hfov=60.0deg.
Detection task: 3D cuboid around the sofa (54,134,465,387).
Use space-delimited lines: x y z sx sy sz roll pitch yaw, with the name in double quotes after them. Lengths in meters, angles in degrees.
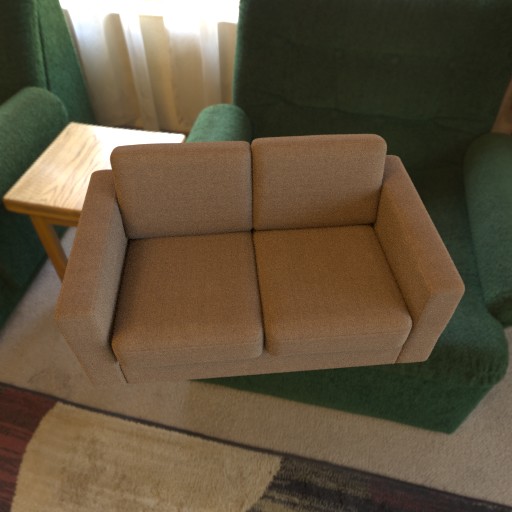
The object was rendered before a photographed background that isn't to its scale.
0.000 0.000 1.993 1.520 0.800 0.900 -4 48 -3 "sofa"
